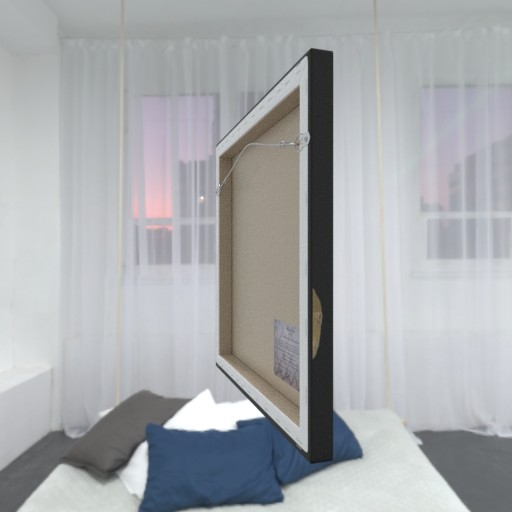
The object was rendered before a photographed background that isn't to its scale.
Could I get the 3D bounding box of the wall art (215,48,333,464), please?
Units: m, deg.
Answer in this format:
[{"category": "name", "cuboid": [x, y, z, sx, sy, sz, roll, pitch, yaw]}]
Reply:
[{"category": "wall art", "cuboid": [0.000, 0.000, 0.939, 0.043, 0.611, 0.610, 0, 0, -18]}]
